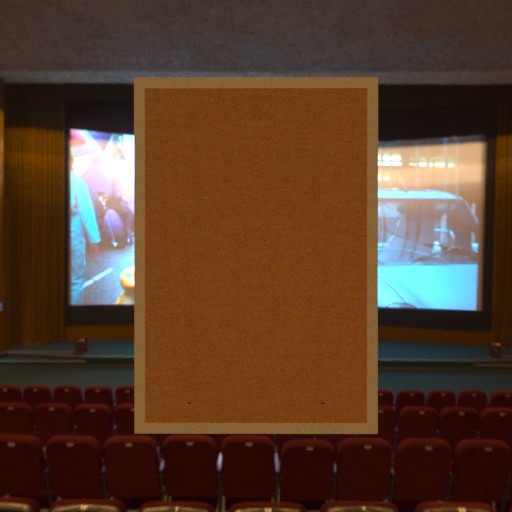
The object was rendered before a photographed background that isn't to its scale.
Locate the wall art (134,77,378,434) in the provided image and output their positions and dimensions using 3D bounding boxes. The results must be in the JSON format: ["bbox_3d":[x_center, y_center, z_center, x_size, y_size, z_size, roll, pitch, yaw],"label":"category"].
[{"bbox_3d":[0.000,0.000,0.545,0.293,0.428,0.025,0,0,0],"label":"wall art"}]
